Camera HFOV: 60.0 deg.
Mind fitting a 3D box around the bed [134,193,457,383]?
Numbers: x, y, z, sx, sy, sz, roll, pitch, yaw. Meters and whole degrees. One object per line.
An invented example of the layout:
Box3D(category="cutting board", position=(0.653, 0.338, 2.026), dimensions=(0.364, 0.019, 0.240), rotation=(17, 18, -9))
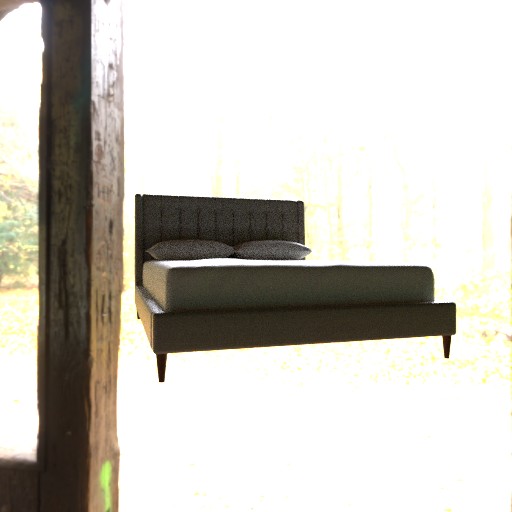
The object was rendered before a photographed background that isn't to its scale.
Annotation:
Box3D(category="bed", position=(0.000, 0.000, 3.265), dimensions=(1.656, 1.147, 2.232), rotation=(0, 0, -17))
